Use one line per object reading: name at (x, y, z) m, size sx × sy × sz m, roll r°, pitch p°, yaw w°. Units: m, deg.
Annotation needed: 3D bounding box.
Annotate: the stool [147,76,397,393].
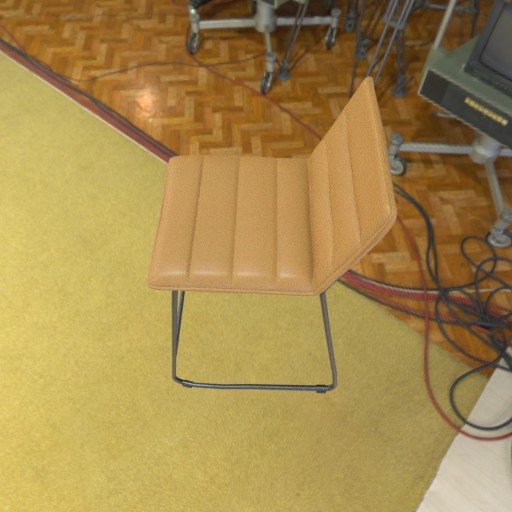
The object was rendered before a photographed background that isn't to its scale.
stool at (0.000, 0.000, 1.201) m, size 0.524 × 0.866 × 0.489 m, roll 1°, pitch 57°, yaw 1°
